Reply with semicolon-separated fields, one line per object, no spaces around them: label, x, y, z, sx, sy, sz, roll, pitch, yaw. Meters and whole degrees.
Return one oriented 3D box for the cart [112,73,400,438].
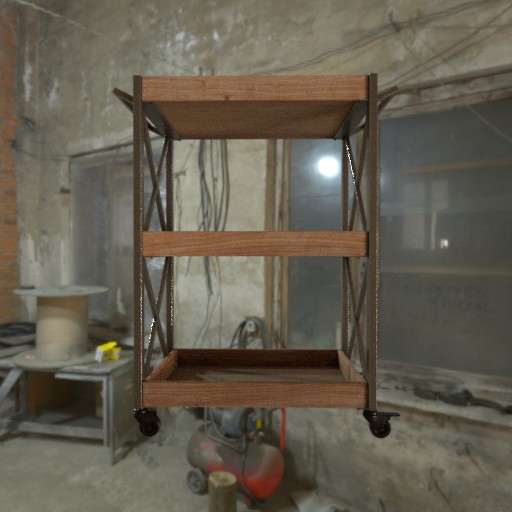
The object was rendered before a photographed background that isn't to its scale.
cart;0.000;0.000;1.201;0.673;0.835;0.377;0;1;1
